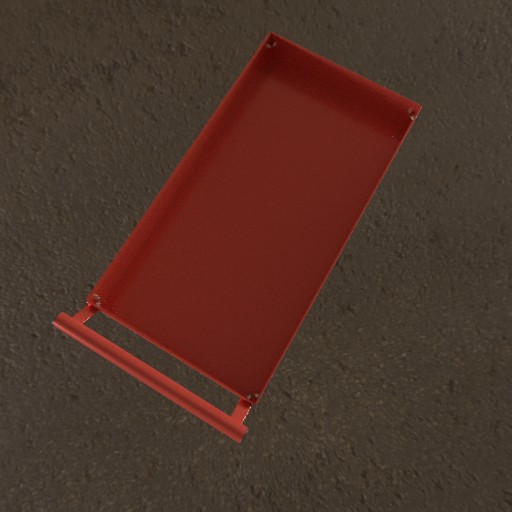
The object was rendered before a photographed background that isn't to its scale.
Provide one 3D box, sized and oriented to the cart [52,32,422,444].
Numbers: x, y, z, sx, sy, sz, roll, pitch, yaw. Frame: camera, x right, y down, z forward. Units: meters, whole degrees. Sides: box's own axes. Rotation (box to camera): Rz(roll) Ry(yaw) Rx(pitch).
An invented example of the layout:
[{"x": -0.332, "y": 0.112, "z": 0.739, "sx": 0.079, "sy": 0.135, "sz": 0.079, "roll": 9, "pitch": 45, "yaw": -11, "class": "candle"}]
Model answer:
[{"x": 0.000, "y": 0.000, "z": 1.161, "sx": 0.366, "sy": 0.780, "sz": 0.719, "roll": 30, "pitch": 77, "yaw": 7, "class": "cart"}]
